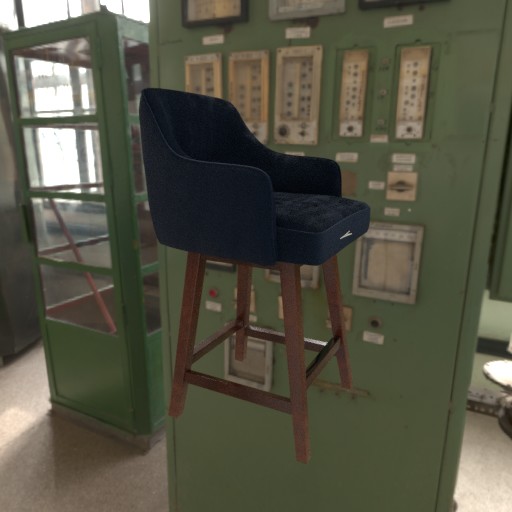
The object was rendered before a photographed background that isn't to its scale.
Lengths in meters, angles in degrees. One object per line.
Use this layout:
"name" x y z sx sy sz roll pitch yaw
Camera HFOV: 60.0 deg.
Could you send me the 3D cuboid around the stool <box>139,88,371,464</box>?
"stool" 0.000 0.000 1.303 0.560 0.940 0.550 8 17 27
